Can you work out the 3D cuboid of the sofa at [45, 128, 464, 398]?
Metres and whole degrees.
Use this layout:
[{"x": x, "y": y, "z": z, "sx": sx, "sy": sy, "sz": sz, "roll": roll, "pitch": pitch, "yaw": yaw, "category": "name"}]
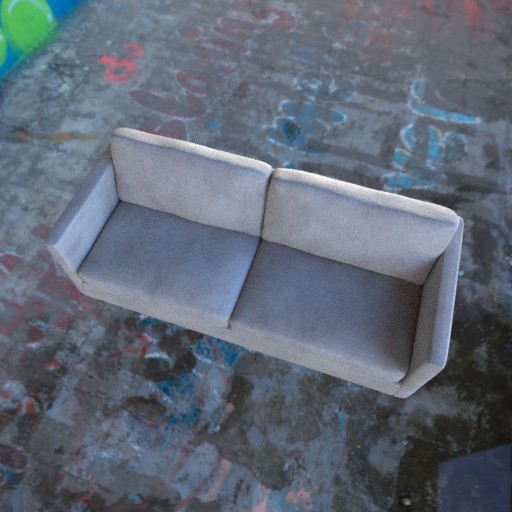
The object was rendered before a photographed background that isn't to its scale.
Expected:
[{"x": 0.000, "y": 0.000, "z": 2.705, "sx": 2.208, "sy": 0.965, "sz": 0.951, "roll": 16, "pitch": 61, "yaw": 9, "category": "sofa"}]
